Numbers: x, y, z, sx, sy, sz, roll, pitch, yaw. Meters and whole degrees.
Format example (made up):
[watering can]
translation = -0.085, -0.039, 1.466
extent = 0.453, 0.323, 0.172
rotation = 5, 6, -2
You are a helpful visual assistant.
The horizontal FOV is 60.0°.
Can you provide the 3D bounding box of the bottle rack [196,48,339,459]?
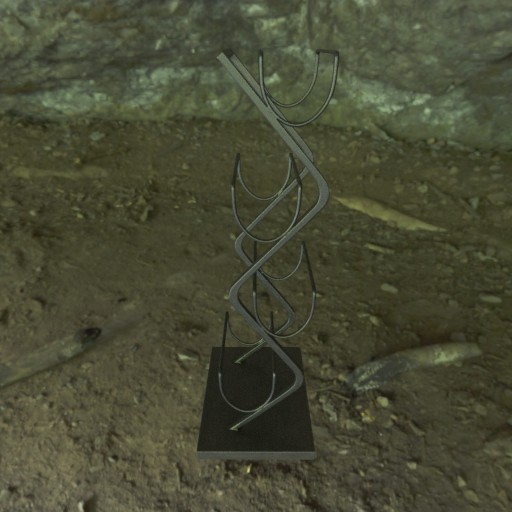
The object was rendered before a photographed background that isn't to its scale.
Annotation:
[bottle rack]
translation = 0.000, 0.000, 0.661
extent = 0.178, 0.559, 0.254
rotation = 0, 26, 0
